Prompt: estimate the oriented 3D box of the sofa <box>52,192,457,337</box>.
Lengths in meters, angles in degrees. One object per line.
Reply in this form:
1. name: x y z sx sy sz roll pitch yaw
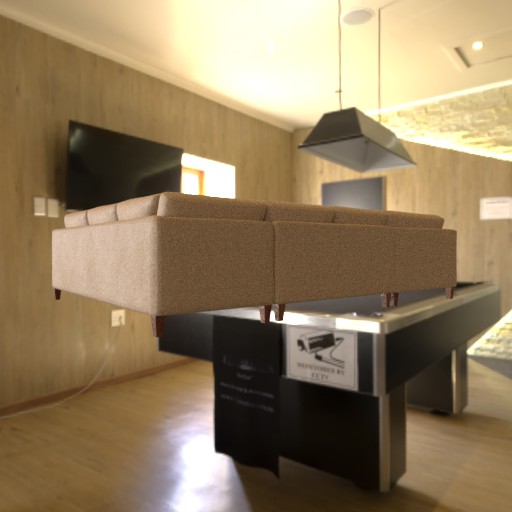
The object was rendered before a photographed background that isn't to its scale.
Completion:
1. sofa: 0.000 0.000 4.573 3.403 0.889 2.551 -1 1 -37
